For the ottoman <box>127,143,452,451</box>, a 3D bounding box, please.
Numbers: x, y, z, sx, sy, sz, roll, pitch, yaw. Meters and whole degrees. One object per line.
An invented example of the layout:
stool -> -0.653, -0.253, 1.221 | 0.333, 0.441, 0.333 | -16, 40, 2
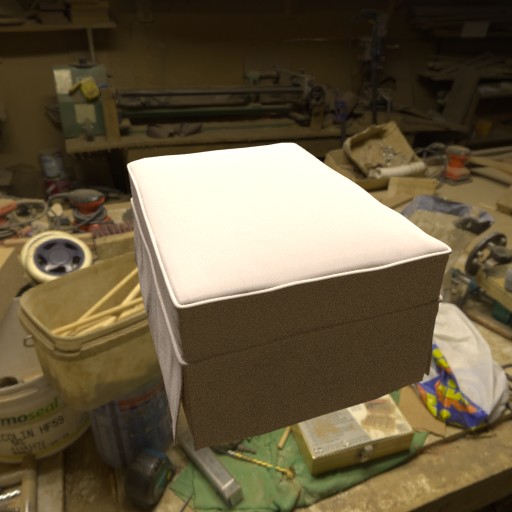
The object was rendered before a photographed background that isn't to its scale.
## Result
ottoman -> 0.000, 0.000, 1.364 | 0.703, 0.479, 0.944 | -10, 32, -17
